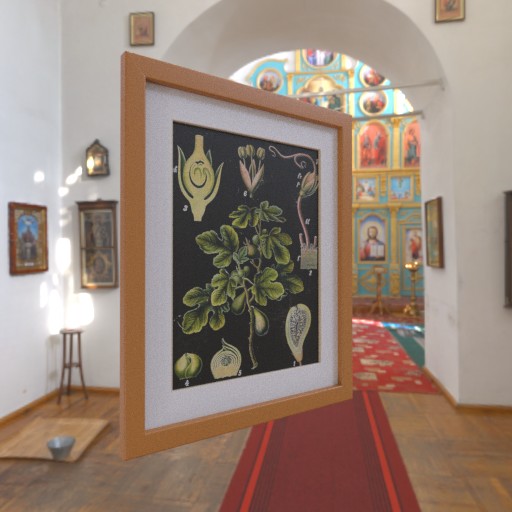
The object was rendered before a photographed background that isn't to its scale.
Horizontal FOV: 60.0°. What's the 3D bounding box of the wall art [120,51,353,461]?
[{"bbox_3d":[0.000,0.000,0.738,0.452,0.553,0.022,0,-1,-36],"label":"wall art"}]
